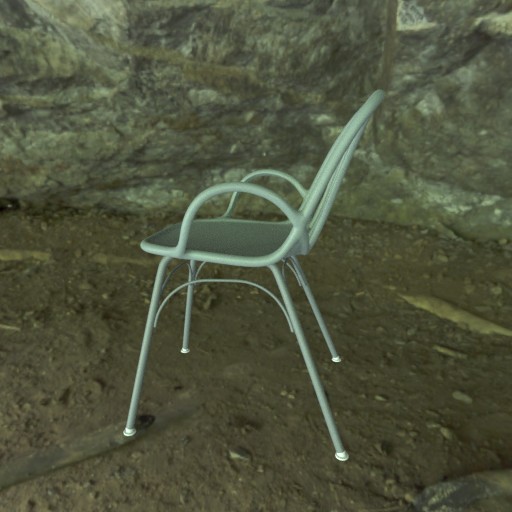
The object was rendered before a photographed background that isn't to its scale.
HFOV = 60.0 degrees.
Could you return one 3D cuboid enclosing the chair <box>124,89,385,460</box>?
[{"bbox_3d":[0.000,0.000,1.189,0.597,0.816,0.549,2,14,8],"label":"chair"}]
